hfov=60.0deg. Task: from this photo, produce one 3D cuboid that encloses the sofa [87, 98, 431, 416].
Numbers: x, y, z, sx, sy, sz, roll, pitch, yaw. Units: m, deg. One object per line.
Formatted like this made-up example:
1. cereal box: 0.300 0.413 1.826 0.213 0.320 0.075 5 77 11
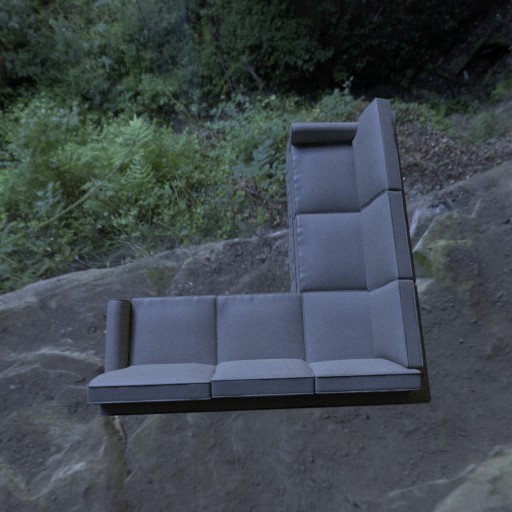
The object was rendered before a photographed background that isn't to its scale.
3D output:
1. sofa: 0.000 0.000 4.024 2.623 1.081 2.618 -2 75 -1
